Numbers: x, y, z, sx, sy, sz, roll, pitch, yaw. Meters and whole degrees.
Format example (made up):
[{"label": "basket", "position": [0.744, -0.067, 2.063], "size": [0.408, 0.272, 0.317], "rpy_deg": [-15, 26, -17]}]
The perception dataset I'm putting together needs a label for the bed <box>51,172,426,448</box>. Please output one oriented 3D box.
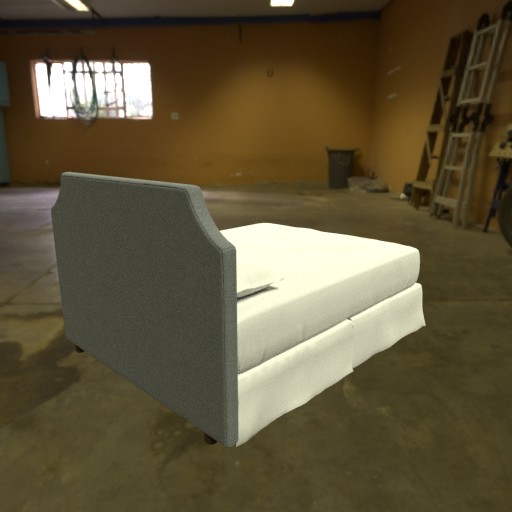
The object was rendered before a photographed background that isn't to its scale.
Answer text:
[{"label": "bed", "position": [0.000, 0.000, 3.352], "size": [1.811, 1.296, 2.259], "rpy_deg": [13, 20, 42]}]
